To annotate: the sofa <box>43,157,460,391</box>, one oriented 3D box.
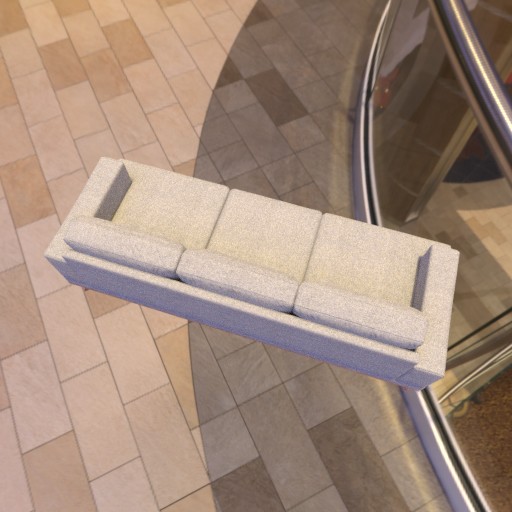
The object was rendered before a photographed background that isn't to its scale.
[{"bbox_3d":[0.000,0.000,2.741,2.310,0.810,0.920,16,65,8],"label":"sofa"}]
